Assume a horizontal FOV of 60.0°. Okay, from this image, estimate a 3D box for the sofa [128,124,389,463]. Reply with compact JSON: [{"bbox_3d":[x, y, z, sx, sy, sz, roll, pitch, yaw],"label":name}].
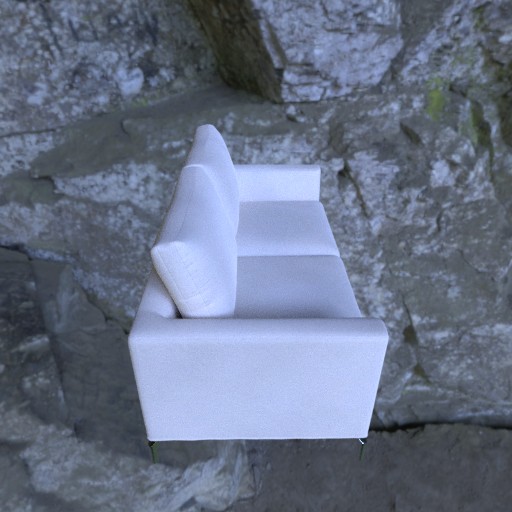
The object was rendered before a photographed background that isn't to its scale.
[{"bbox_3d":[0.000,0.000,2.322,0.906,0.995,1.739,0,31,-1],"label":"sofa"}]
